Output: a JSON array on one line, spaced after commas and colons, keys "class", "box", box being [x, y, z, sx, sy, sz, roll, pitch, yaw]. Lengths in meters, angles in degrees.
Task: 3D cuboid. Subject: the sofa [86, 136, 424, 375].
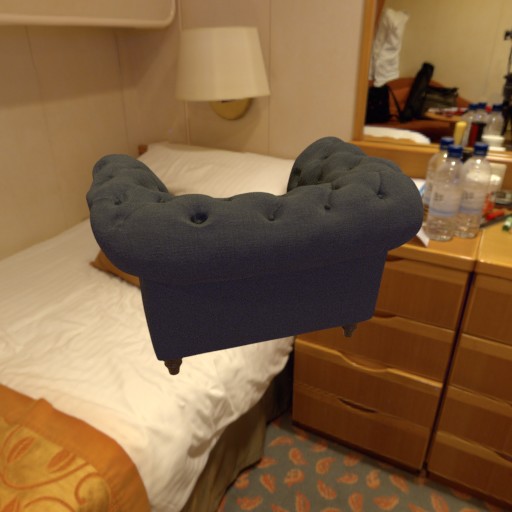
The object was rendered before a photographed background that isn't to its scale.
[{"class": "sofa", "box": [0.000, 0.000, 2.077, 1.405, 0.878, 1.032, -8, 28, -16]}]
